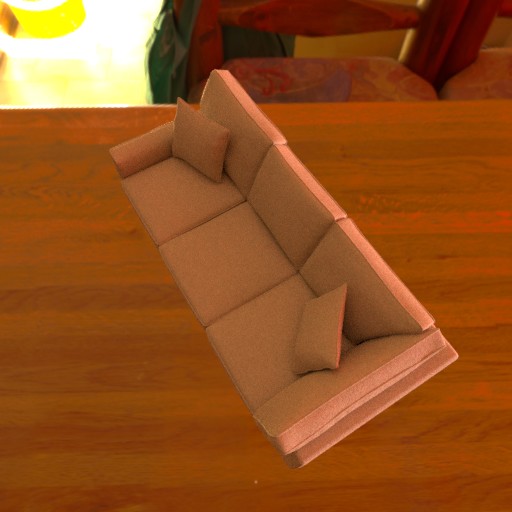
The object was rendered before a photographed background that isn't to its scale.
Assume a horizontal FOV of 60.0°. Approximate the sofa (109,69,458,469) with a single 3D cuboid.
[{"bbox_3d":[0.000,0.000,2.826,1.061,0.962,2.317,-29,67,-14],"label":"sofa"}]
